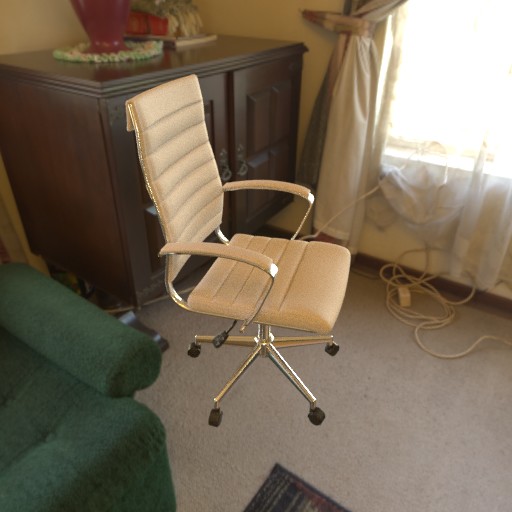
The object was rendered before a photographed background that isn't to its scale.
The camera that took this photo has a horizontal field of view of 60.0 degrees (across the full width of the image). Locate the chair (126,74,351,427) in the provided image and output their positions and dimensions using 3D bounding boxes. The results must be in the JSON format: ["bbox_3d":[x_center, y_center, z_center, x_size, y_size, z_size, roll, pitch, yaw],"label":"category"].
[{"bbox_3d":[0.000,0.000,1.619,0.667,1.149,0.679,9,33,15],"label":"chair"}]
